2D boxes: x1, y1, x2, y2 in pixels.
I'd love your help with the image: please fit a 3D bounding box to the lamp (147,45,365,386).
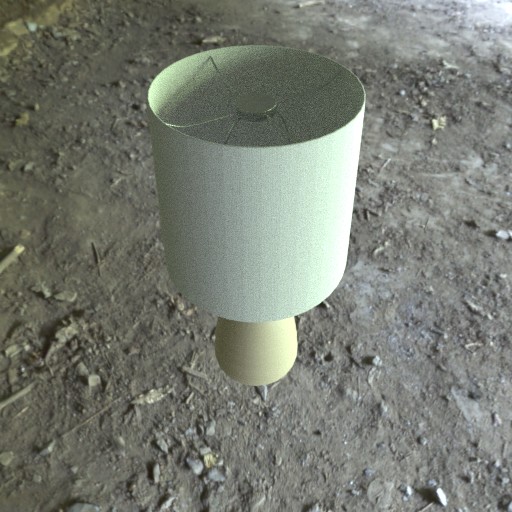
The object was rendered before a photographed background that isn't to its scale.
[{"bbox_3d":[0.000,0.000,0.469,0.186,0.369,0.186,0,46,0],"label":"lamp"}]
